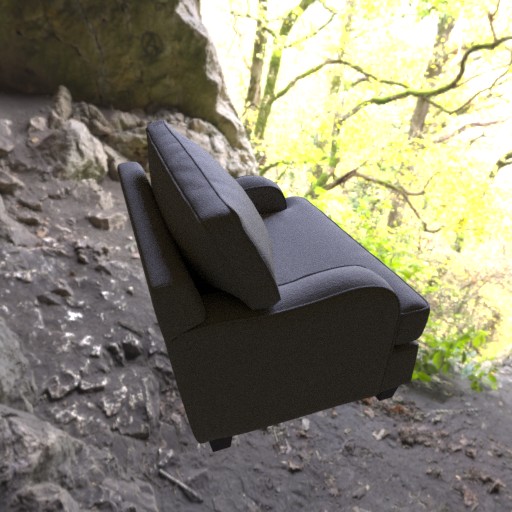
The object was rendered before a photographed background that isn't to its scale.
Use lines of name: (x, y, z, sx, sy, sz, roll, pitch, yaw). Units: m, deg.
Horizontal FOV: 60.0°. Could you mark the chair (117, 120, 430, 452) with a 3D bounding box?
chair: (0.000, 0.000, 2.008, 1.040, 1.016, 1.220, -10, 31, -17)
